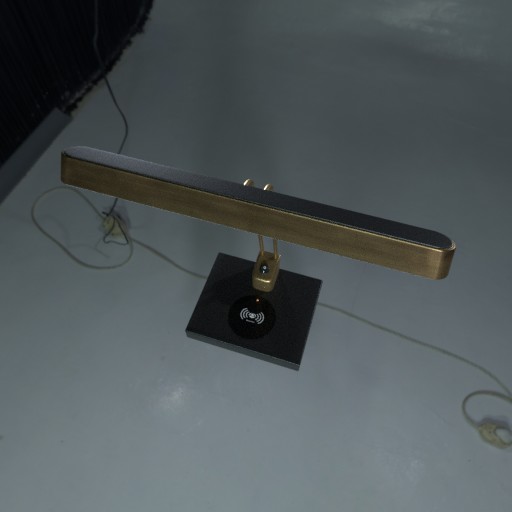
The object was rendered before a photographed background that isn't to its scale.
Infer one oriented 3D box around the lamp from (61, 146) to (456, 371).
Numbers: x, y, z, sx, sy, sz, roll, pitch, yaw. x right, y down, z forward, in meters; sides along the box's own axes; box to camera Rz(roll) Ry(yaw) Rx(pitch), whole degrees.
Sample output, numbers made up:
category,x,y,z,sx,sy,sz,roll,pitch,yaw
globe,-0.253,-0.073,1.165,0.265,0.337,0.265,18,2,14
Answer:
category,x,y,z,sx,sy,sz,roll,pitch,yaw
lamp,0.000,0.000,0.594,0.412,0.345,0.156,15,59,9
